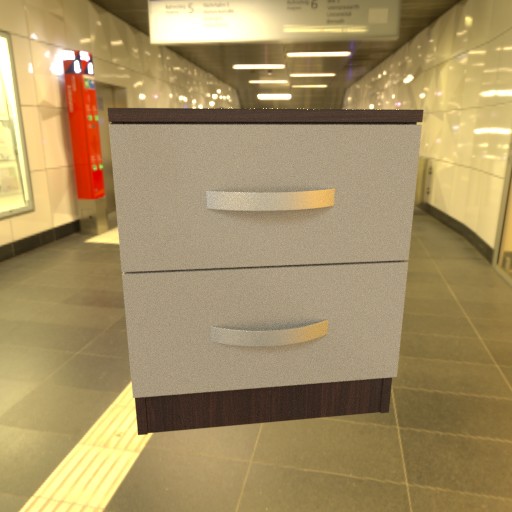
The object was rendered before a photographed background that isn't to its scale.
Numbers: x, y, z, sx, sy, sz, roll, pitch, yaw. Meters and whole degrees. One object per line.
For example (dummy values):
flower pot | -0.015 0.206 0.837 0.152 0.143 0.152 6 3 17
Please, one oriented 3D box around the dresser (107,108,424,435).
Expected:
dresser | 0.000 0.000 0.764 0.400 0.470 0.360 -2 16 -8
